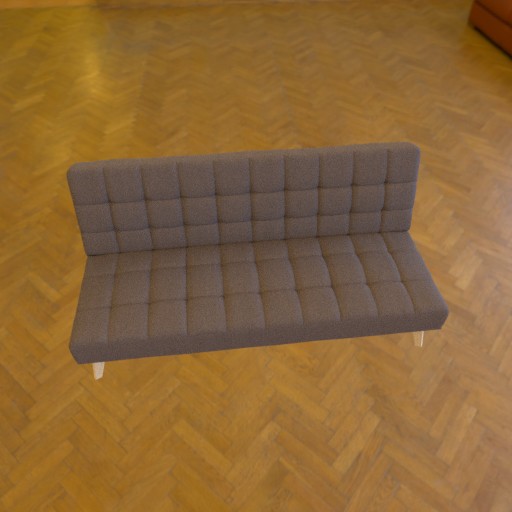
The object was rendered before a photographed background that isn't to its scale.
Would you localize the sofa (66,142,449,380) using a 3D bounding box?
[{"bbox_3d":[0.000,0.000,2.296,1.800,0.810,0.860,-5,46,-4],"label":"sofa"}]
